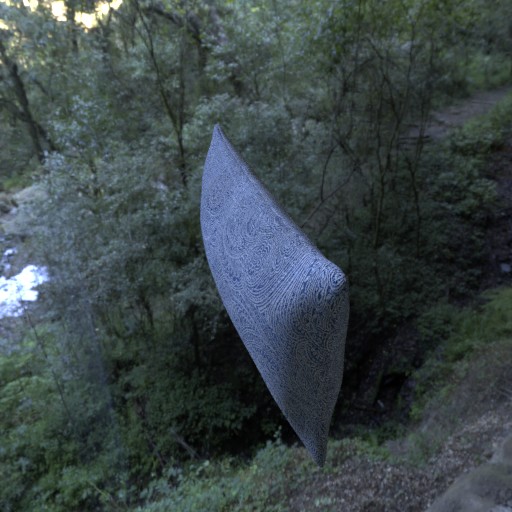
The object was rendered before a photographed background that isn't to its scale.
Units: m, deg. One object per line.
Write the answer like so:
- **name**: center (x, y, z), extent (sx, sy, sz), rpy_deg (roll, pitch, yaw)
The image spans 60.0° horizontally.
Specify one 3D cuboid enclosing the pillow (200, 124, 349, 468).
- **pillow**: center (0.000, 0.000, 0.746), extent (0.151, 0.295, 0.615), rpy_deg (-8, 32, -14)
